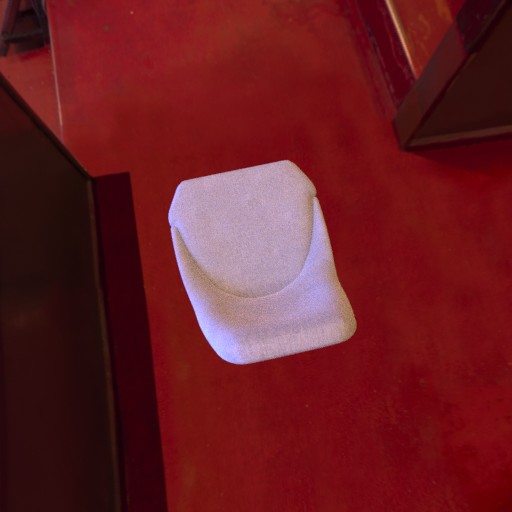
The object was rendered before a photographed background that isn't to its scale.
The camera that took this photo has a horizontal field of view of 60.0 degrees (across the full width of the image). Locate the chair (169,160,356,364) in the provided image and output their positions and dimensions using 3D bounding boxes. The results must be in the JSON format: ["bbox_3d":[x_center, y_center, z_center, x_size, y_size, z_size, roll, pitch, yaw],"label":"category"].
[{"bbox_3d":[0.000,0.000,1.384,0.510,1.040,0.660,-12,75,-3],"label":"chair"}]
